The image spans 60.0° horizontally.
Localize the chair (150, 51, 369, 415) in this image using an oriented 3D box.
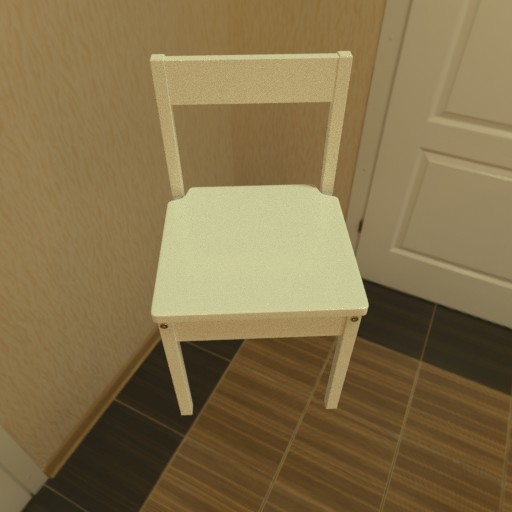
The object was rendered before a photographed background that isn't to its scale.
[{"bbox_3d":[0.000,0.000,0.897,0.367,0.668,0.361,-2,45,-2],"label":"chair"}]
